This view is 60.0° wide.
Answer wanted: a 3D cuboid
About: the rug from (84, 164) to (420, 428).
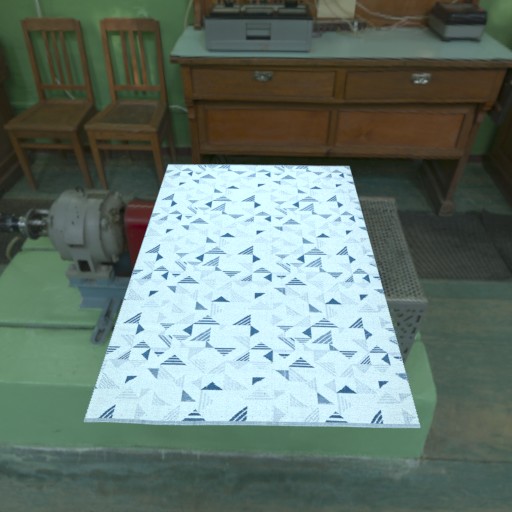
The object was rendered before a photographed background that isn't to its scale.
[{"bbox_3d":[0.000,0.000,2.267,1.206,0.003,1.835,1,41,1],"label":"rug"}]
